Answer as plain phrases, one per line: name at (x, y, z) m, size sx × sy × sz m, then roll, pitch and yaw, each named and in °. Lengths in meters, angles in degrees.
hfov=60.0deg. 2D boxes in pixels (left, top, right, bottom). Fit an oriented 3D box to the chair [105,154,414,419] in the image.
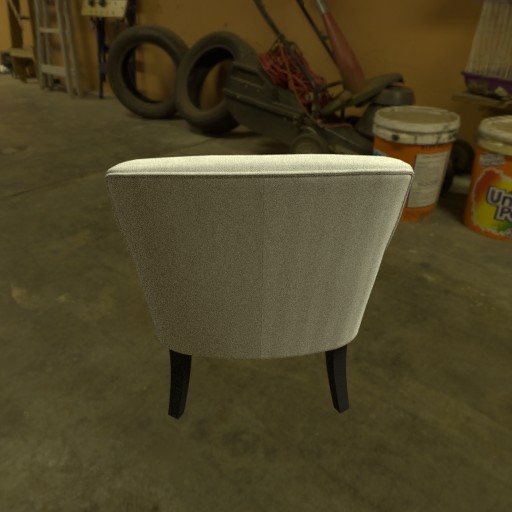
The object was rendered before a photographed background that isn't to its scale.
chair at (0.000, 0.000, 1.458) m, size 0.781 × 0.875 × 0.750 m, roll -1°, pitch 30°, yaw -2°
